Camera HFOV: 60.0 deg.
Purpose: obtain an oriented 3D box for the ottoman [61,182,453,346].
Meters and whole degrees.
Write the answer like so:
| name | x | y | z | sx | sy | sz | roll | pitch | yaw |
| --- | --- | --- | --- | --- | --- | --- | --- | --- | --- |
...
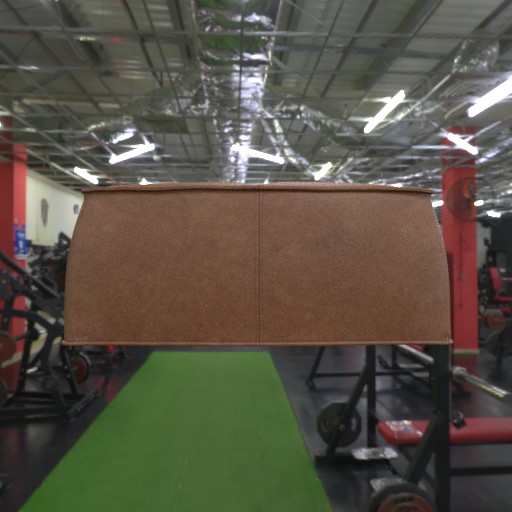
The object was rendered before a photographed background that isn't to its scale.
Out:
| name | x | y | z | sx | sy | sz | roll | pitch | yaw |
| --- | --- | --- | --- | --- | --- | --- | --- | --- | --- |
| ottoman | 0.000 | 0.000 | 1.387 | 0.902 | 0.395 | 0.901 | 0 | 0 | -1 |
